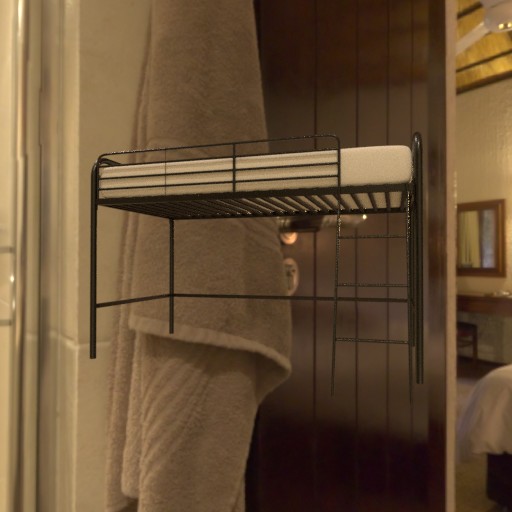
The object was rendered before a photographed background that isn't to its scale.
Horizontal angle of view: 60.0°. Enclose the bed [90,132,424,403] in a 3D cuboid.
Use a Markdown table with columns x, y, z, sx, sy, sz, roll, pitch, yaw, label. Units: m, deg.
| x | y | z | sx | sy | sz | roll | pitch | yaw | label |
| --- | --- | --- | --- | --- | --- | --- | --- | --- | --- |
| 0.000 | 0.000 | 2.836 | 1.968 | 1.289 | 1.393 | 0 | -1 | 17 | bed |
